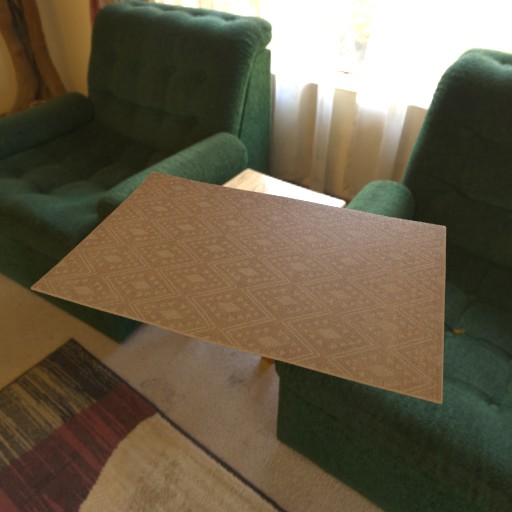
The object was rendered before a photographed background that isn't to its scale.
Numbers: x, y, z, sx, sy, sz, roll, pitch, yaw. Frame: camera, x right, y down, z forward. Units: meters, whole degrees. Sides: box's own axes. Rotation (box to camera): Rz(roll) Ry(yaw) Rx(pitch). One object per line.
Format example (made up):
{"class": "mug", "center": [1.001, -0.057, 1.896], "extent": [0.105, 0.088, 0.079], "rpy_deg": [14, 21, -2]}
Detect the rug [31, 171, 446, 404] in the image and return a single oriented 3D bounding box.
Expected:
{"class": "rug", "center": [0.000, 0.000, 3.004], "extent": [2.430, 0.053, 1.553], "rpy_deg": [12, 41, 14]}
